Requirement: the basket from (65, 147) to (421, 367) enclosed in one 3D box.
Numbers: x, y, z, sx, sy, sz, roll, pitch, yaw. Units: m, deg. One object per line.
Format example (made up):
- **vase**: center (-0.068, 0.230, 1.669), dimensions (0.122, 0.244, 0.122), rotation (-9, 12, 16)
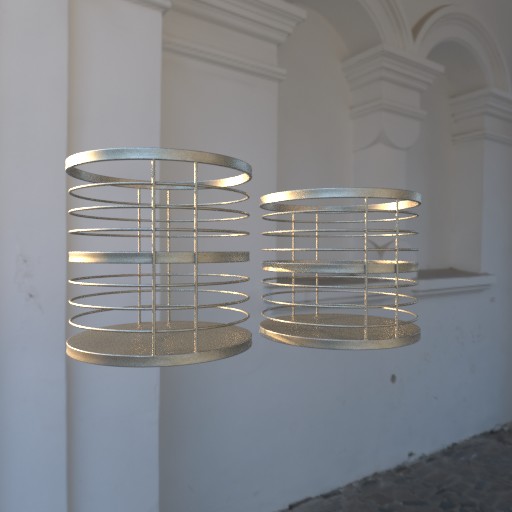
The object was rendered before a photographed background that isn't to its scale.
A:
- **basket**: center (0.000, 0.000, 0.944), dimensions (0.746, 0.351, 0.356), rotation (0, 1, -18)
